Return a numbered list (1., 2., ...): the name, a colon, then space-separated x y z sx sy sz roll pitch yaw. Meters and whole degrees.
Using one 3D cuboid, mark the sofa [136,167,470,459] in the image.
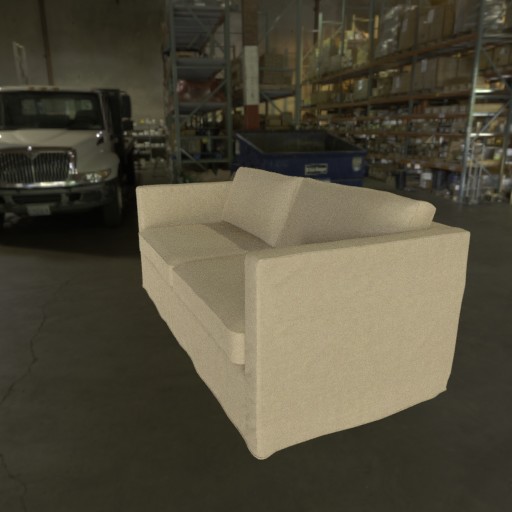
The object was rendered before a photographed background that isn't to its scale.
1. sofa: 0.000 0.000 2.428 0.962 0.835 1.959 -7 18 -24
